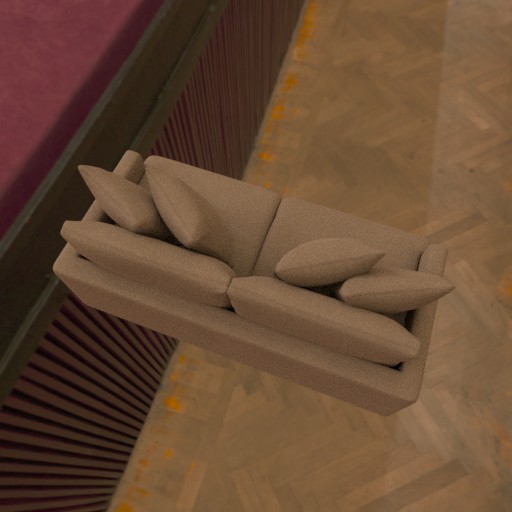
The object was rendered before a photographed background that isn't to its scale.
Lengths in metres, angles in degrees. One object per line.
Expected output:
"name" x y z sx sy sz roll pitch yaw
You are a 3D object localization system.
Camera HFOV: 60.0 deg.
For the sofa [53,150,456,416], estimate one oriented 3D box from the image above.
"sofa" 0.000 0.000 3.001 2.380 1.084 1.228 18 65 9
